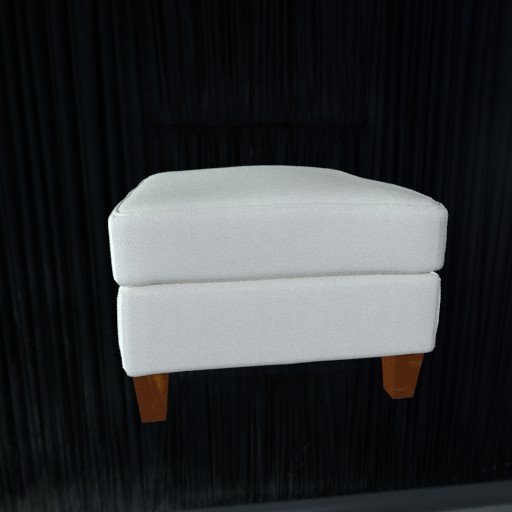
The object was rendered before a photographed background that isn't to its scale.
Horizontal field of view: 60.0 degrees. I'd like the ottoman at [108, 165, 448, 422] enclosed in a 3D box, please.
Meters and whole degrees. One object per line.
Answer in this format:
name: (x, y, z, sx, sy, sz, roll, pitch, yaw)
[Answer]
ottoman: (0.000, 0.000, 1.195, 0.634, 0.479, 0.818, -2, 14, -9)
